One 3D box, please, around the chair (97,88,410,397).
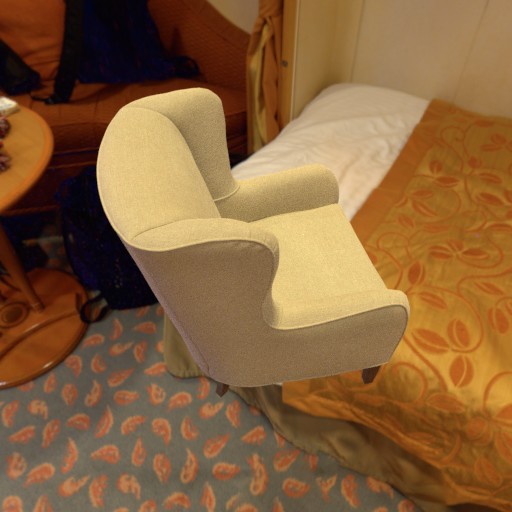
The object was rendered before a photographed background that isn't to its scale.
[{"bbox_3d":[0.000,0.000,1.736,0.966,1.040,0.838,-10,47,-9],"label":"chair"}]
